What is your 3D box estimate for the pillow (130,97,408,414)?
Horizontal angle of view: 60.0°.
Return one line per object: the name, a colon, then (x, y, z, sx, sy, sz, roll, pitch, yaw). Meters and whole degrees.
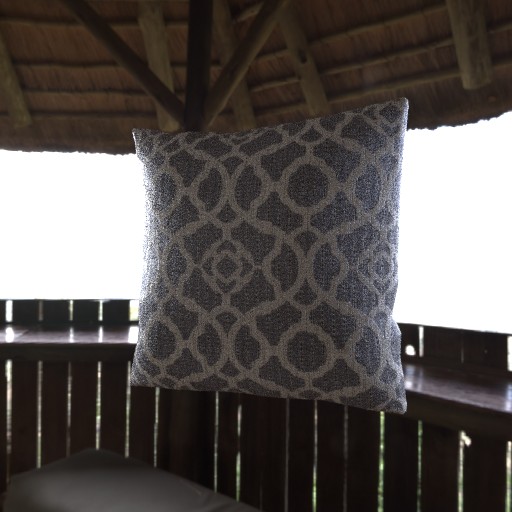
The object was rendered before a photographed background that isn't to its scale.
pillow: (0.000, 0.000, 0.779, 0.508, 0.498, 0.215, 0, -1, 19)
